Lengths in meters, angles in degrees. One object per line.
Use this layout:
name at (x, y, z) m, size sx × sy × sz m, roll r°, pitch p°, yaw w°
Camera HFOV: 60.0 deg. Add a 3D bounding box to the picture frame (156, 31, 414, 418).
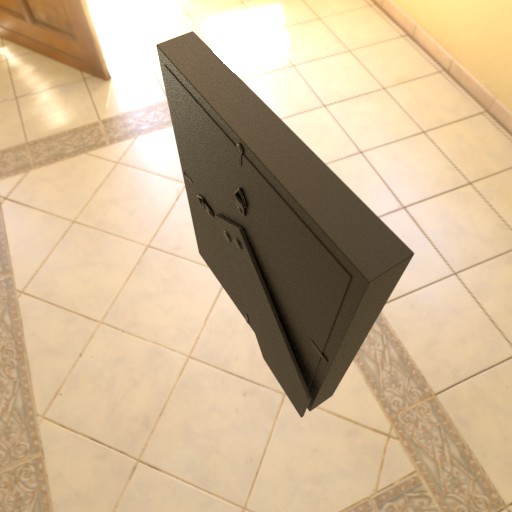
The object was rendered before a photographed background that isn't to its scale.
picture frame at (0.000, 0.000, 0.392) m, size 0.042 × 0.284 × 0.232 m, roll -29°, pitch 63°, yaw -17°
